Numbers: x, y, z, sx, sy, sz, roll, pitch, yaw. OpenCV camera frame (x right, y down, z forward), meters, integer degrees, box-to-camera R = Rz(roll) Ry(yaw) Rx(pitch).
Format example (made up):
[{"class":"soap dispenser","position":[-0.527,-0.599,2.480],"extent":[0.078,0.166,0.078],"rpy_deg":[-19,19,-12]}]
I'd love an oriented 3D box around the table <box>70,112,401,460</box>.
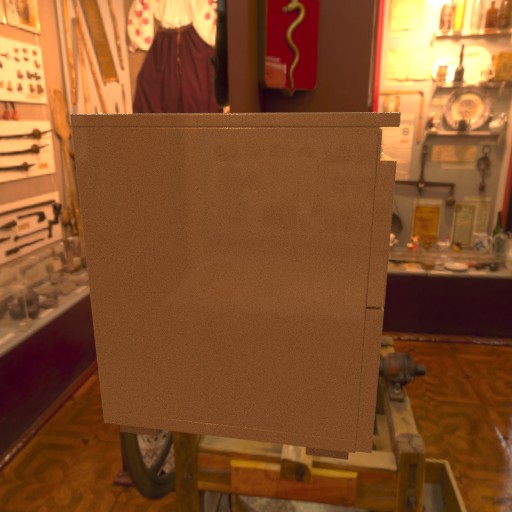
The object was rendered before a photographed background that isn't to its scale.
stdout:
[{"class":"table","position":[0.000,0.000,0.786],"extent":[0.400,0.470,0.420],"rpy_deg":[3,16,10]}]
